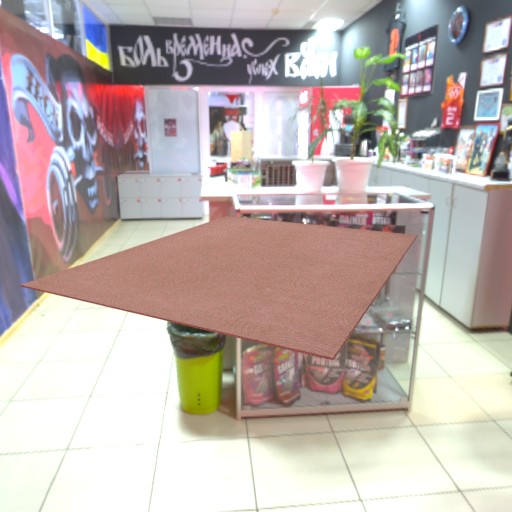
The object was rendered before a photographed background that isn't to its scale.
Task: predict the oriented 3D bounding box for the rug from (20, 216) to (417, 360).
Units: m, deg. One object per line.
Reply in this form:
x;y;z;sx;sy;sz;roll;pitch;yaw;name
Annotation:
0.000;0.000;3.484;2.073;0.011;2.584;8;18;26;rug
